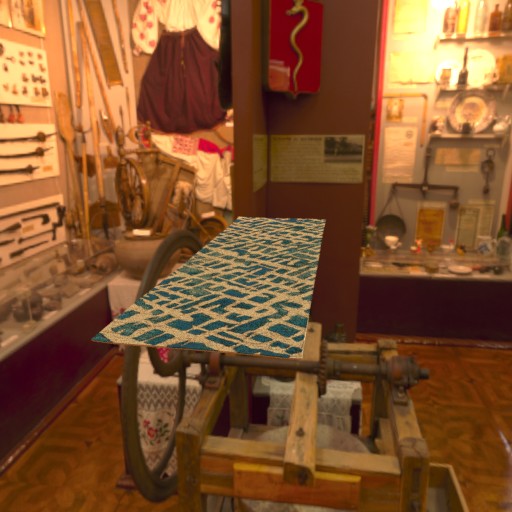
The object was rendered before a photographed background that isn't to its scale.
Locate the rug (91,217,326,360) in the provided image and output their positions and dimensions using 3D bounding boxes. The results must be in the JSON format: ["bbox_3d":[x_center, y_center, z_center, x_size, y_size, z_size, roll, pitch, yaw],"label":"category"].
[{"bbox_3d":[0.000,0.000,2.704,0.768,0.011,2.446,3,16,10],"label":"rug"}]
